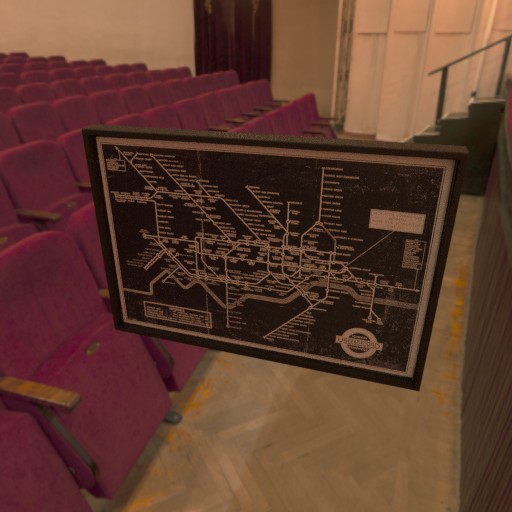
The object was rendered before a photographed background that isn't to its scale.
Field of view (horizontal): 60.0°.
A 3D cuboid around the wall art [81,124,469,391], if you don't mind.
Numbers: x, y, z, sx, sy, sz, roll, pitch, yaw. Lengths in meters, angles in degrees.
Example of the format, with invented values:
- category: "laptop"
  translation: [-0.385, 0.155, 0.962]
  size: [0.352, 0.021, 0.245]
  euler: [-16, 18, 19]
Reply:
- category: "wall art"
  translation: [0.000, 0.000, 0.860]
  size: [0.671, 0.456, 0.051]
  euler: [8, 27, 16]
